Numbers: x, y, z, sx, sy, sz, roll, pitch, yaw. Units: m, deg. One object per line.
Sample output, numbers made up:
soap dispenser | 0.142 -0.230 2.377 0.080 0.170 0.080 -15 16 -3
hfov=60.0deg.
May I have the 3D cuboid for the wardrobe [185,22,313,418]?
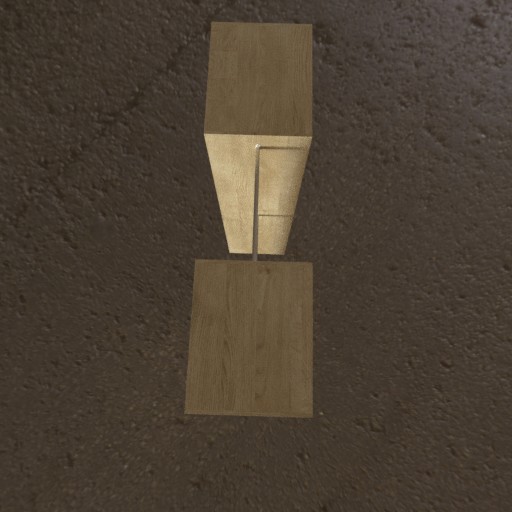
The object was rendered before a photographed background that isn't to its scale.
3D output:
wardrobe | 0.000 0.000 2.854 0.480 2.000 1.770 2 75 0
